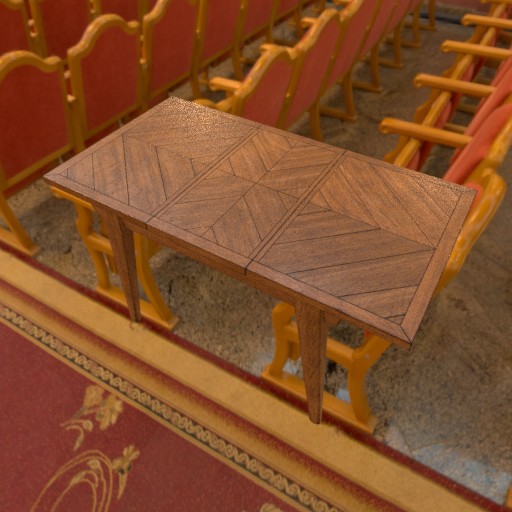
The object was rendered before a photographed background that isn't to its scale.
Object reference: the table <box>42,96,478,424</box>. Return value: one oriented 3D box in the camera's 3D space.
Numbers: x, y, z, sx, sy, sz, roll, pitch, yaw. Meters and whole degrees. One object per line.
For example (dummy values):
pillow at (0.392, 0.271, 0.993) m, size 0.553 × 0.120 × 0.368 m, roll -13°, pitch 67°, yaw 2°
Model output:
table at (0.000, 0.000, 1.887) m, size 1.400 × 0.760 × 0.757 m, roll 24°, pitch 50°, yaw 21°
